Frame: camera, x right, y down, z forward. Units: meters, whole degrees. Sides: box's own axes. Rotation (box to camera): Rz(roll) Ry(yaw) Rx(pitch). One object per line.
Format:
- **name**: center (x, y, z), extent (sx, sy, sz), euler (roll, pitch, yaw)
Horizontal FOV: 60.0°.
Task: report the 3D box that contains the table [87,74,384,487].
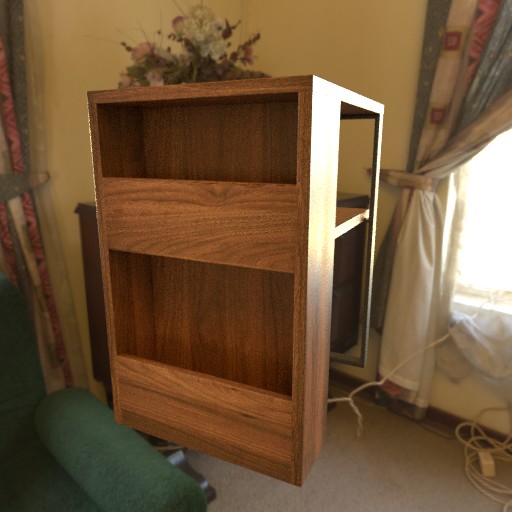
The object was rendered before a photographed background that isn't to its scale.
- **table**: center (0.000, 0.000, 1.551), extent (0.660, 1.041, 0.786), euler (7, 15, 25)
